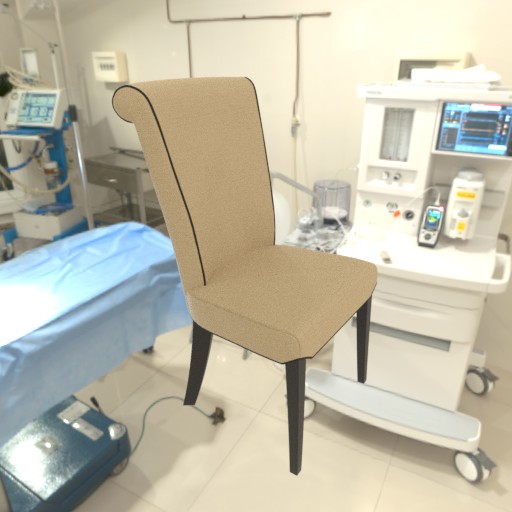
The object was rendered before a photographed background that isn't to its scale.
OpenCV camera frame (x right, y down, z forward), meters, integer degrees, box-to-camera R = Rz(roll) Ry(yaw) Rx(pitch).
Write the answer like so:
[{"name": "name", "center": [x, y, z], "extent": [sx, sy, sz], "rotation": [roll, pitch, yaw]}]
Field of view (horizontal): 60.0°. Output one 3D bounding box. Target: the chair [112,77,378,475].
[{"name": "chair", "center": [0.000, 0.000, 1.361], "extent": [0.623, 0.997, 0.522], "rotation": [17, 30, 32]}]
